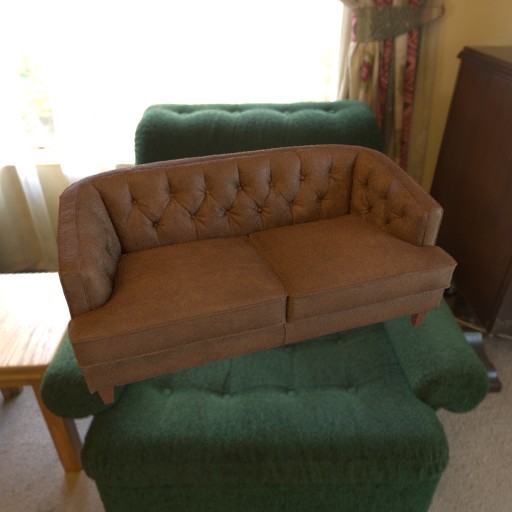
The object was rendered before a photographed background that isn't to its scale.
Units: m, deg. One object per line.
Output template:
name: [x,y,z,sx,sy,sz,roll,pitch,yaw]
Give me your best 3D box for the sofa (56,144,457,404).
sofa: [0.000,0.000,2.244,1.767,0.799,0.917,-10,34,-16]
